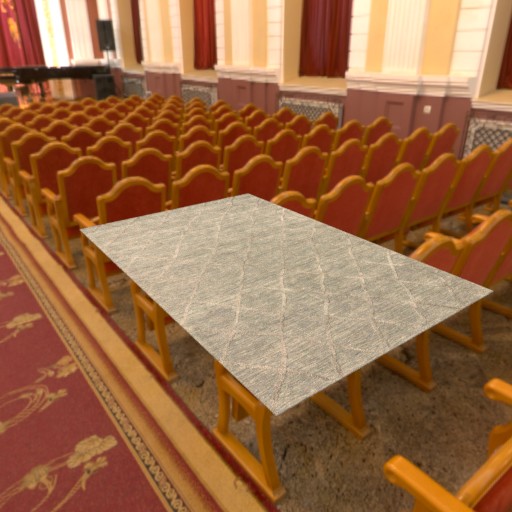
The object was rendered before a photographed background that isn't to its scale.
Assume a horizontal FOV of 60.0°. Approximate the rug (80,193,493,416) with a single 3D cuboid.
[{"bbox_3d":[0.000,0.000,2.831,1.521,0.006,2.283,-17,30,-33],"label":"rug"}]
